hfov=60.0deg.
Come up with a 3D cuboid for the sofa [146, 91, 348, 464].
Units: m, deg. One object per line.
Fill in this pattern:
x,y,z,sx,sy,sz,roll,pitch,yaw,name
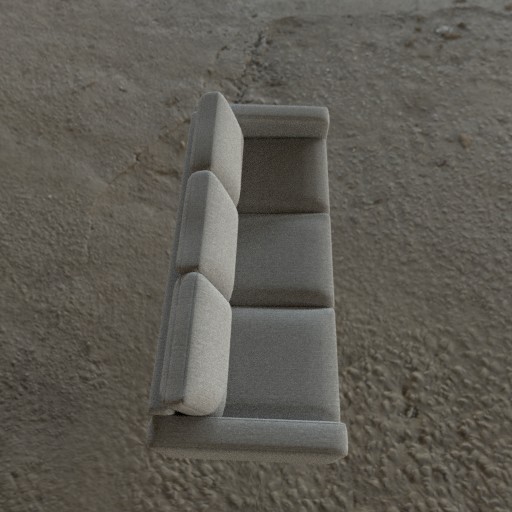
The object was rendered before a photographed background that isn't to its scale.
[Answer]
0.000,0.000,2.563,0.900,0.800,2.120,2,61,1,sofa
